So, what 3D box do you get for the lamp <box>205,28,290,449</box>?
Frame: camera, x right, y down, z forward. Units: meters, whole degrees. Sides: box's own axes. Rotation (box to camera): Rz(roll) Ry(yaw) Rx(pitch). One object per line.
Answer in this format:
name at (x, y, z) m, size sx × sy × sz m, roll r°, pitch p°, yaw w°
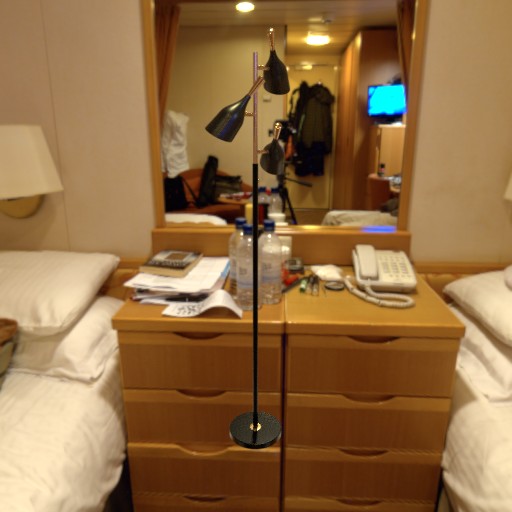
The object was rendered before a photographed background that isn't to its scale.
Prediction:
lamp at (0.000, 0.000, 1.924) m, size 0.434 × 1.778 × 0.253 m, roll -14°, pitch 21°, yaw -41°
